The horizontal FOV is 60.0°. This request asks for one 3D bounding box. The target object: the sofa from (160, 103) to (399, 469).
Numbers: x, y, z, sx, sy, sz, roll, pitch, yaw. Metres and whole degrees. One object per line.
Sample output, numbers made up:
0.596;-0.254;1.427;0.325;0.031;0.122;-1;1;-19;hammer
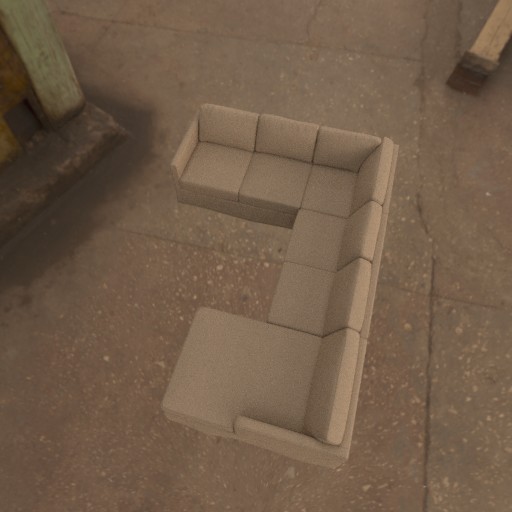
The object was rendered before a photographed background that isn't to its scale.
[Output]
0.000;0.000;4.590;2.427;0.882;3.460;14;60;8;sofa
